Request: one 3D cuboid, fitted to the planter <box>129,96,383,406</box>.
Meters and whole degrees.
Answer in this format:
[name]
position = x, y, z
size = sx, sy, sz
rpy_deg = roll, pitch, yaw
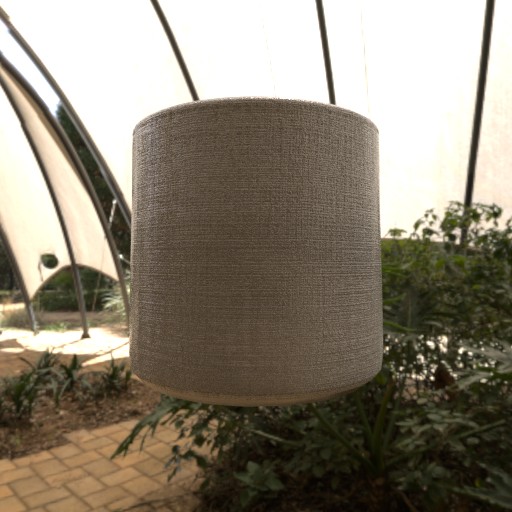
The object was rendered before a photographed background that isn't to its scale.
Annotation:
[planter]
position = 0.000, 0.000, 0.292
size = 0.160, 0.156, 0.160
rpy_deg = 0, -1, 0
